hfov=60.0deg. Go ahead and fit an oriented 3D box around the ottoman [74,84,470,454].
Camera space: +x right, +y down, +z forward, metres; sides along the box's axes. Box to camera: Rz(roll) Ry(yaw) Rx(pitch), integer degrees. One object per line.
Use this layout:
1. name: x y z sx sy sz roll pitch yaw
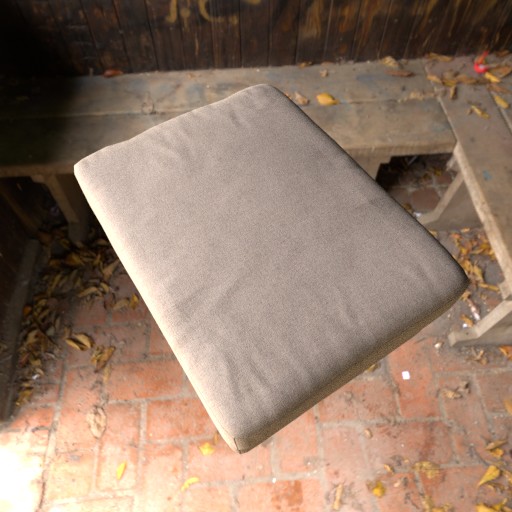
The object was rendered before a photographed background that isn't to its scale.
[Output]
1. ottoman: 0.000 0.000 1.316 0.692 0.511 0.902 -29 63 -17
